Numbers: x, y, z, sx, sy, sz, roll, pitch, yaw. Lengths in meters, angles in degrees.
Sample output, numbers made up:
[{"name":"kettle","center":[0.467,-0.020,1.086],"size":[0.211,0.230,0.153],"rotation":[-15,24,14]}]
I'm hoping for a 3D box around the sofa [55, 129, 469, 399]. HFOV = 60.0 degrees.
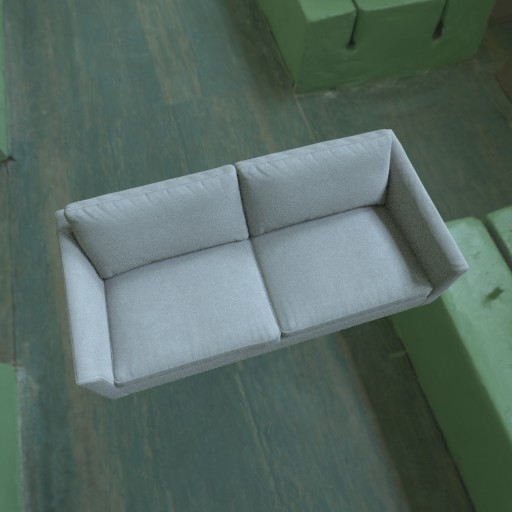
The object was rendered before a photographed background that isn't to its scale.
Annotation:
[{"name":"sofa","center":[0.000,0.000,2.802],"size":[2.588,0.838,1.090],"rotation":[-15,65,-7]}]
